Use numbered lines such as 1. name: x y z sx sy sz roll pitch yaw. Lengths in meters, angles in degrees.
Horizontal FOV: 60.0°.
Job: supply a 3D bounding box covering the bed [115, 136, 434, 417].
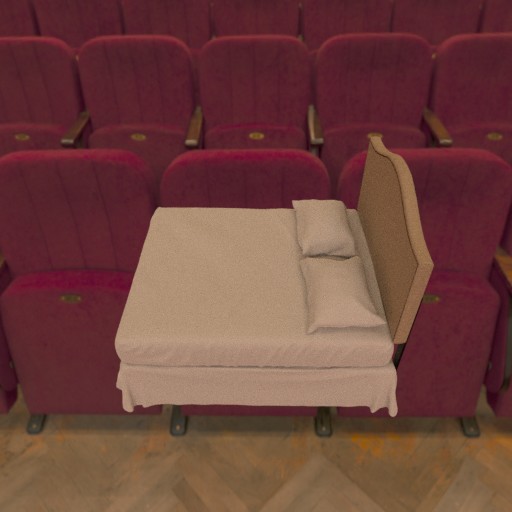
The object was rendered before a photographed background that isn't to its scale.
1. bed: 0.000 0.000 3.543 2.221 1.645 1.876 1 42 1
